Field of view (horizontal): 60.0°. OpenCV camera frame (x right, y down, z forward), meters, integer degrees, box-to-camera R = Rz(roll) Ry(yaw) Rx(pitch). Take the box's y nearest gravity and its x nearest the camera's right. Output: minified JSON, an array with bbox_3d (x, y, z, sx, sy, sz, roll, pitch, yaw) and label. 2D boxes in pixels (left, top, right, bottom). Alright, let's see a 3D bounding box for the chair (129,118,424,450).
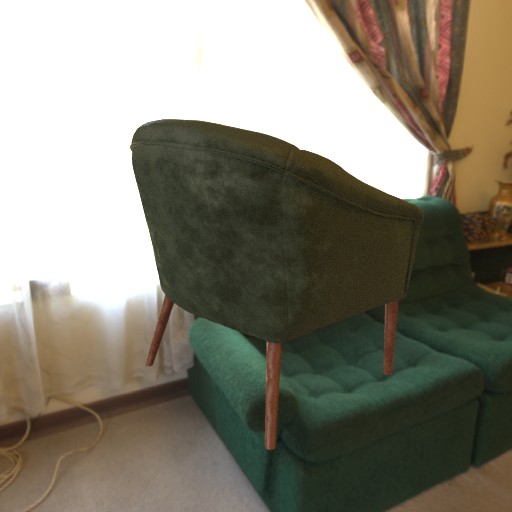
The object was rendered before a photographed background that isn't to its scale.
[{"bbox_3d":[0.000,0.000,1.519,0.776,0.885,0.851,-14,21,-42],"label":"chair"}]
